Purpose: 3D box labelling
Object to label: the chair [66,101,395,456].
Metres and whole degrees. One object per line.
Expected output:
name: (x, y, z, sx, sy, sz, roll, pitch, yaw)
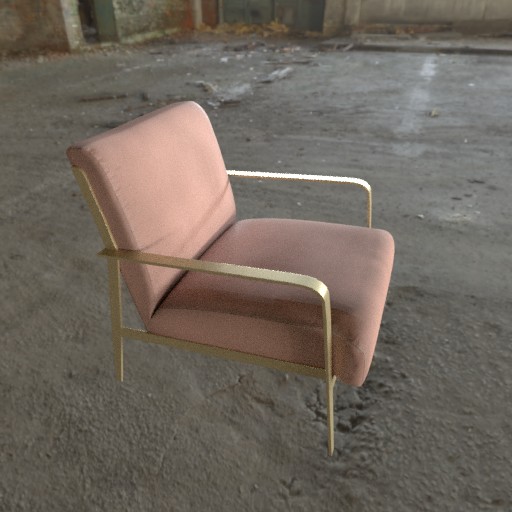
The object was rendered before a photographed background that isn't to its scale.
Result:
chair: (0.000, 0.000, 1.454, 0.848, 0.823, 0.701, 11, 33, 18)
